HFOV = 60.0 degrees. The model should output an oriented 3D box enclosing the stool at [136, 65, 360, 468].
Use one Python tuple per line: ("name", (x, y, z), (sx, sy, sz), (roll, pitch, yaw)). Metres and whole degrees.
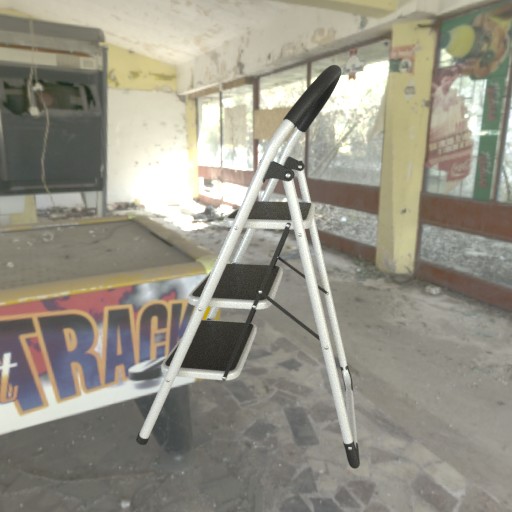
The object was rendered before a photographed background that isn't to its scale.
("stool", (0.000, 0.000, 1.406), (0.676, 1.109, 0.485), (2, 14, 9))
